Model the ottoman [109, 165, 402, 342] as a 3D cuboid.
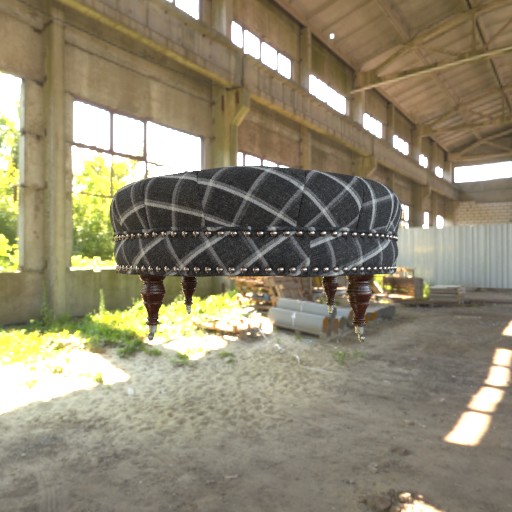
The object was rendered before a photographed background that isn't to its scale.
[{"bbox_3d":[0.000,0.000,1.401,0.901,0.439,0.901,0,-1,0],"label":"ottoman"}]
